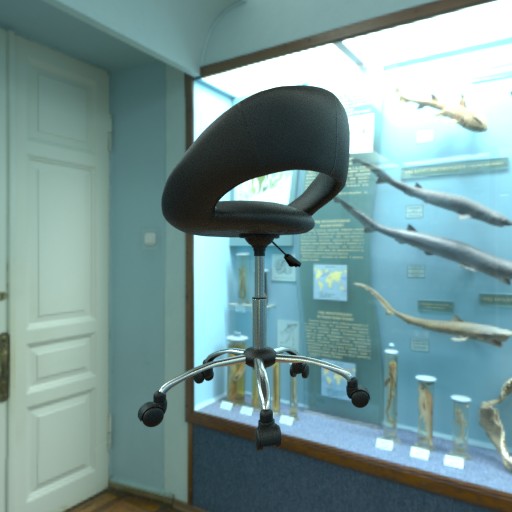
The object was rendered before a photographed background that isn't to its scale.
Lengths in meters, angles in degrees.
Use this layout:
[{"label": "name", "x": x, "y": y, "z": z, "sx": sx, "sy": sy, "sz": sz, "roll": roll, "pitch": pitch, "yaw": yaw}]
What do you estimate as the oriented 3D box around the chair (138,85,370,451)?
[{"label": "chair", "x": 0.000, "y": 0.000, "z": 1.200, "sx": 0.538, "sy": 0.791, "sz": 0.612, "roll": 0, "pitch": 0, "yaw": 35}]
